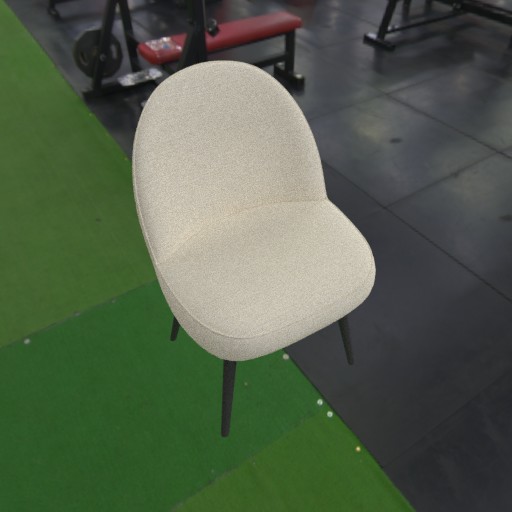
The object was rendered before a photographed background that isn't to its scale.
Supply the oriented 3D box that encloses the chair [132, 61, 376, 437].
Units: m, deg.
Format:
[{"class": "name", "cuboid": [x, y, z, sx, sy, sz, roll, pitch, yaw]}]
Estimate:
[{"class": "chair", "cuboid": [0.000, 0.000, 1.175, 0.532, 0.838, 0.540, -23, 50, -21]}]
